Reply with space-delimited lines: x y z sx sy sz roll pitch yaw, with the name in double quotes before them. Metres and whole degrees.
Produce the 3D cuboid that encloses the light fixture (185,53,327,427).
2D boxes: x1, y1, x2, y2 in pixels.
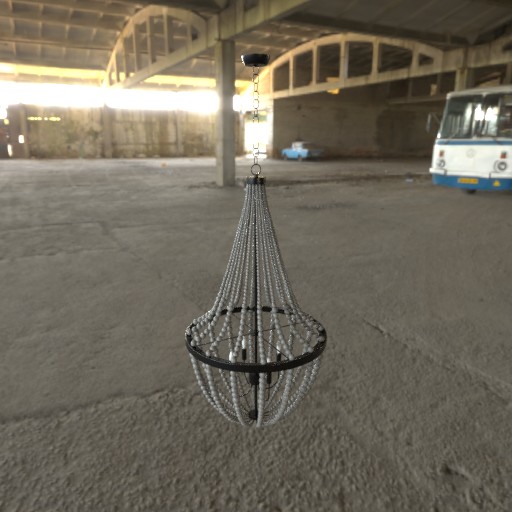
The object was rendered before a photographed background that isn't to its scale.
"light fixture" 0.000 0.000 1.360 0.450 1.133 0.450 0 15 0
